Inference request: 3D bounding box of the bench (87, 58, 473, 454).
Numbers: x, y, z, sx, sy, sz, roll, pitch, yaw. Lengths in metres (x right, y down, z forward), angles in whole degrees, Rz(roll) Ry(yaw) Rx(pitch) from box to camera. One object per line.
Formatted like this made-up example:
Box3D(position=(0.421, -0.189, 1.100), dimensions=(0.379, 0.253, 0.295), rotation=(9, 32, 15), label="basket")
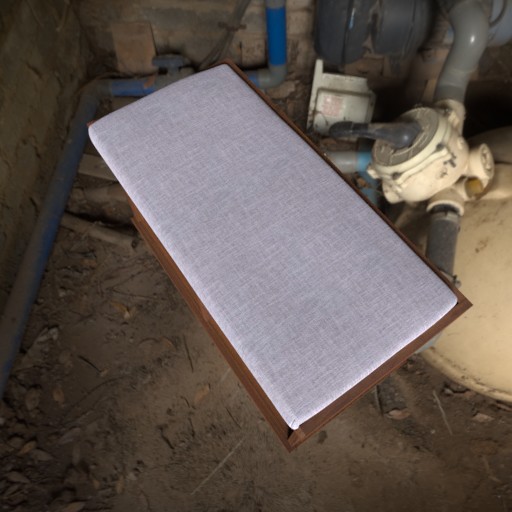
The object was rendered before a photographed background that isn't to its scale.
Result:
Box3D(position=(0.000, 0.000, 1.000), dimensions=(0.362, 0.461, 0.734), rotation=(-32, 67, -15), label="bench")
